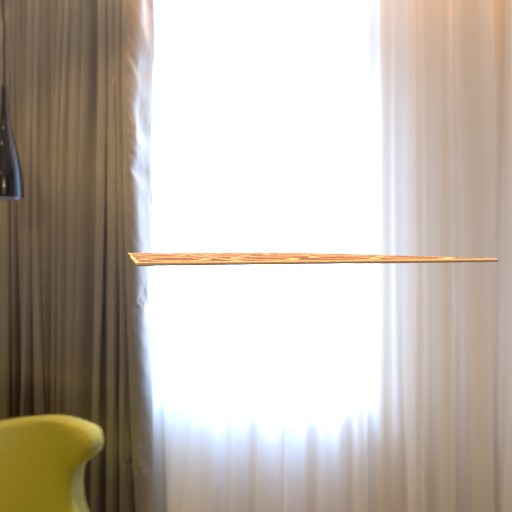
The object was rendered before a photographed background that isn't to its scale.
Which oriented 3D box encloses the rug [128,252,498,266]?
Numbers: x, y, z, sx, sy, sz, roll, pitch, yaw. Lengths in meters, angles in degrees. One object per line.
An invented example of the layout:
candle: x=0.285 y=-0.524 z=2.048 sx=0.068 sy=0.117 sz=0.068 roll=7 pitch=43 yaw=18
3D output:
rug: x=0.000 y=0.000 z=2.788 sx=1.526 sy=0.014 sz=2.290 roll=0 pitch=1 yaw=-17
